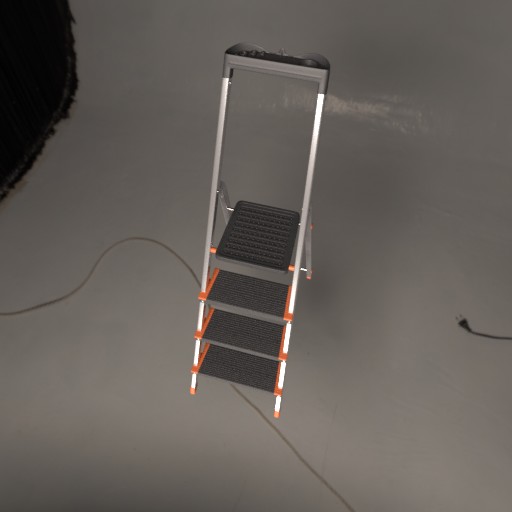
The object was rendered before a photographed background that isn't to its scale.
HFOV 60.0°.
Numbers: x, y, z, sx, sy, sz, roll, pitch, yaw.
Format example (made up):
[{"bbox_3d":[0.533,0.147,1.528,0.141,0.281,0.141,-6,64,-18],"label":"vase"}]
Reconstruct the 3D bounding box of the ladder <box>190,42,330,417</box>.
[{"bbox_3d":[0.000,0.000,1.775,0.452,1.429,0.834,13,58,8],"label":"ladder"}]
